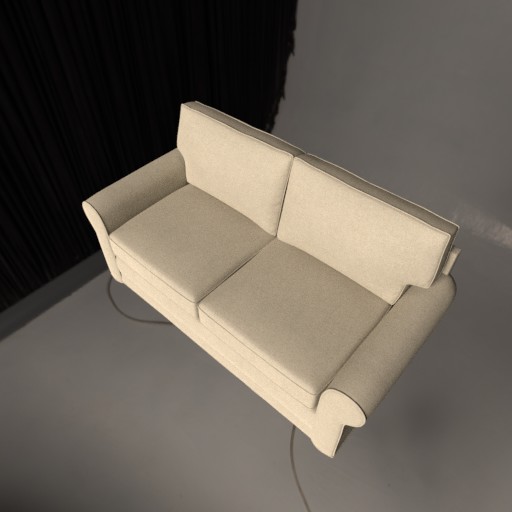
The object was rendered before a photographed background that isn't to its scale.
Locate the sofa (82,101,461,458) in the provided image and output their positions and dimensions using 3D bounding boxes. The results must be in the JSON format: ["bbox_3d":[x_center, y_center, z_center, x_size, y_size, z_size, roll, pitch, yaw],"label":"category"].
[{"bbox_3d":[0.000,0.000,2.254,1.774,0.933,0.861,33,55,27],"label":"sofa"}]
